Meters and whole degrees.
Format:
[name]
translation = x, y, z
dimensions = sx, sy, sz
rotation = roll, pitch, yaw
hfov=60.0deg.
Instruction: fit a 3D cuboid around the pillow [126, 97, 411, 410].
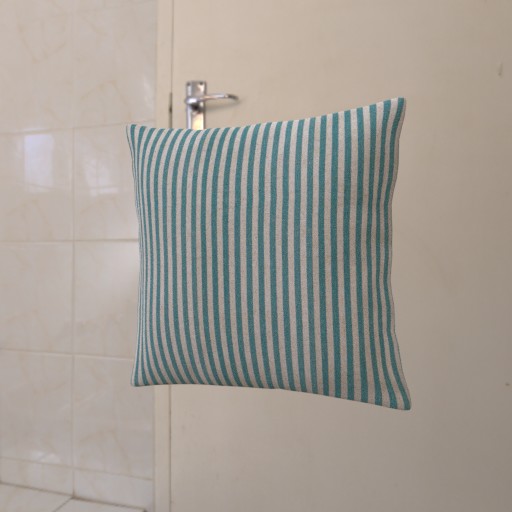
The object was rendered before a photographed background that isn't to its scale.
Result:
[pillow]
translation = 0.000, 0.000, 0.790
dimensions = 0.523, 0.510, 0.166
rotation = 0, 0, 17
